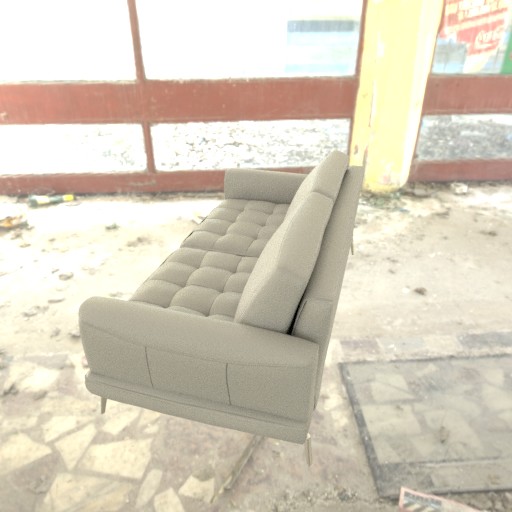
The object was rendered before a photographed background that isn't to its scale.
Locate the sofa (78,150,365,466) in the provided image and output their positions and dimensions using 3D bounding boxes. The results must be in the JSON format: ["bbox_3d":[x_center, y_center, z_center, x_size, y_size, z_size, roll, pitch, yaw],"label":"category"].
[{"bbox_3d":[0.000,0.000,2.735,1.121,0.930,2.177,8,30,14],"label":"sofa"}]
